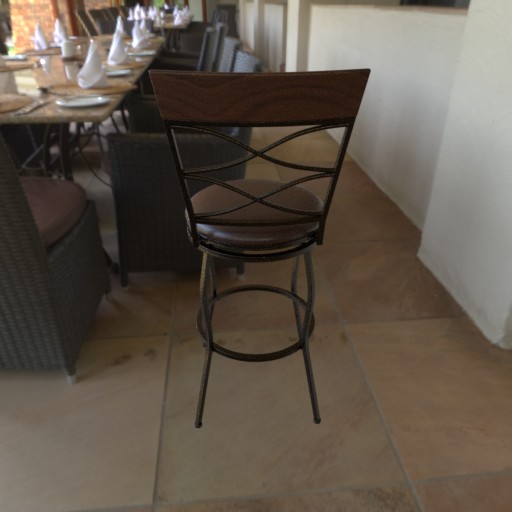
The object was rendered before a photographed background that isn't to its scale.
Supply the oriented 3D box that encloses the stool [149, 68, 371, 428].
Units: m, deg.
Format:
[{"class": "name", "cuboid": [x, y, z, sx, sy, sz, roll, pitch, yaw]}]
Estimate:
[{"class": "stool", "cuboid": [0.000, 0.000, 1.372, 0.448, 1.130, 0.513, -1, 30, -2]}]
